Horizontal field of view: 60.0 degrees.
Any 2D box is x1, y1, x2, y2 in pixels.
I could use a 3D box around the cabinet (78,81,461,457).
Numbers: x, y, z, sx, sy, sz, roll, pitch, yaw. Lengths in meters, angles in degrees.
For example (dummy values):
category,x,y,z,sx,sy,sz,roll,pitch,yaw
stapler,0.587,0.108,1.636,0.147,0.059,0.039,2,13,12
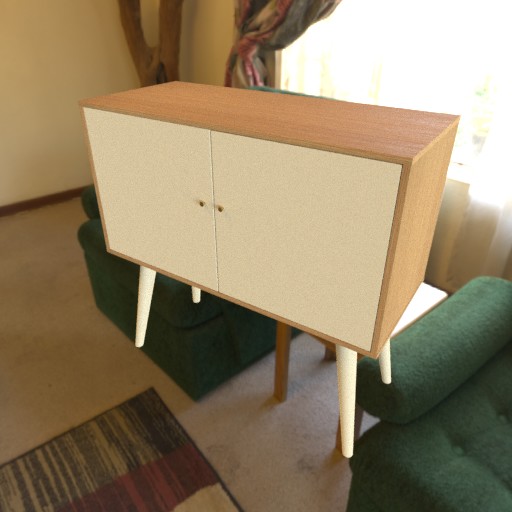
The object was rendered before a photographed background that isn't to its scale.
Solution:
category,x,y,z,sx,sy,sz,roll,pitch,yaw
cabinet,0.000,0.000,1.569,1.057,1.016,0.470,18,35,28
